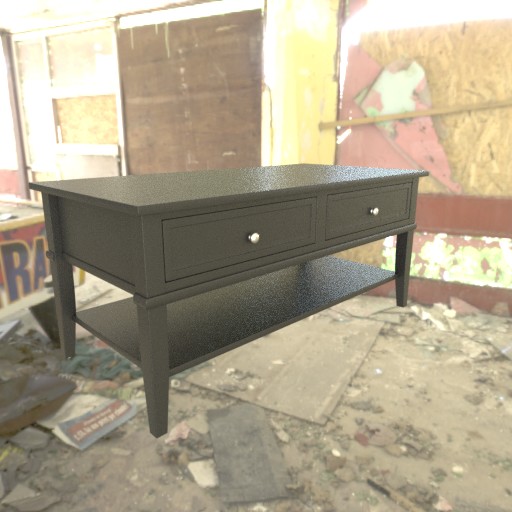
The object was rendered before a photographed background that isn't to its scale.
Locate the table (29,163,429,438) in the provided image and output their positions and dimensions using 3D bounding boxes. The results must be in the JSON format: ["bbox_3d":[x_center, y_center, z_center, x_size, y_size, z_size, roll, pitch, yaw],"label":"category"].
[{"bbox_3d":[0.000,0.000,1.315,1.044,0.470,0.523,-14,21,-42],"label":"table"}]
